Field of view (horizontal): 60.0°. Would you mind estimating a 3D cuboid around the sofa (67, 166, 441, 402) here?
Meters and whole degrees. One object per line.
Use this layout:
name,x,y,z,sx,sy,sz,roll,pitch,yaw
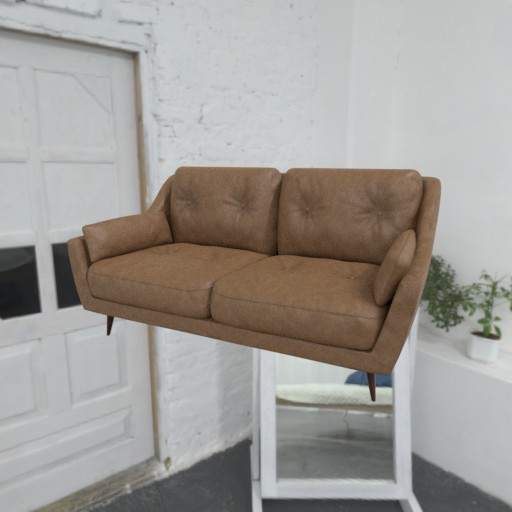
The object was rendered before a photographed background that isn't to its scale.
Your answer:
sofa,0.000,0.000,2.297,1.731,0.886,0.981,7,14,27
